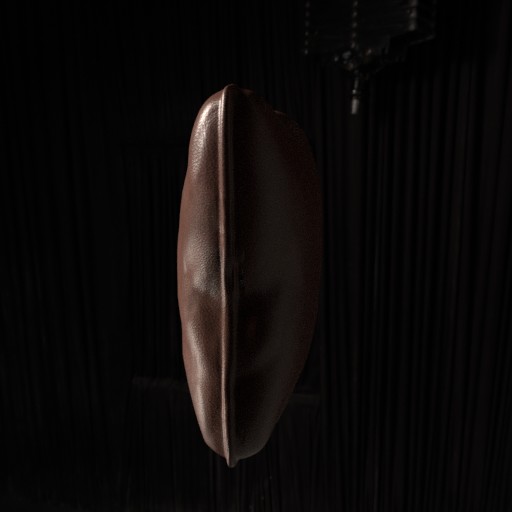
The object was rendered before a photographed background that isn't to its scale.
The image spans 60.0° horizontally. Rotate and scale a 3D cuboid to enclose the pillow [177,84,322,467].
[{"bbox_3d":[0.000,0.000,0.803,0.236,0.523,0.532,2,12,9],"label":"pillow"}]
